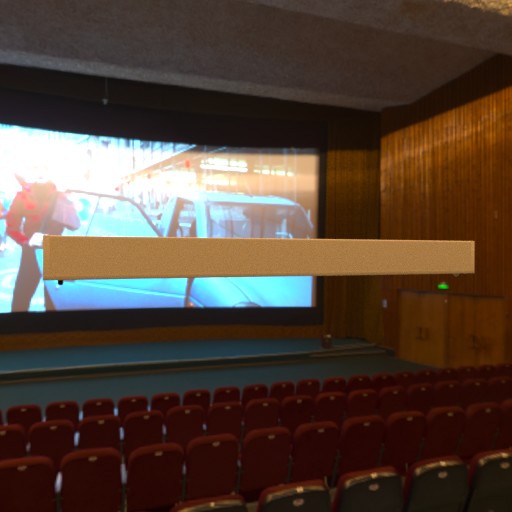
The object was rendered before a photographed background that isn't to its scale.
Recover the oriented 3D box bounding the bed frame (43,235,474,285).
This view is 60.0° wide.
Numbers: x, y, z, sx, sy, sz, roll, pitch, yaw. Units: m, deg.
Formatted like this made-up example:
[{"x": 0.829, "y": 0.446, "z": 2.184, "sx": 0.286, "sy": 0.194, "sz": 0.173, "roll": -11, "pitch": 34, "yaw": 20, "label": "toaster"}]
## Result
[{"x": 0.000, "y": 0.000, "z": 1.538, "sx": 1.300, "sy": 0.141, "sz": 0.670, "roll": 0, "pitch": 0, "yaw": -19, "label": "bed frame"}]
